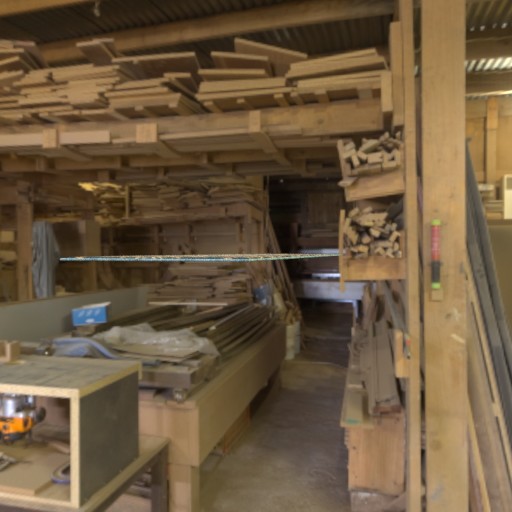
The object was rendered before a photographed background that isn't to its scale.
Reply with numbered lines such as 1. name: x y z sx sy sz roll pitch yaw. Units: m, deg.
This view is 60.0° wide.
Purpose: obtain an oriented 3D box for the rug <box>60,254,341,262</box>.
1. rug: 0.000 0.000 2.508 0.685 0.014 2.292 0 1 18
